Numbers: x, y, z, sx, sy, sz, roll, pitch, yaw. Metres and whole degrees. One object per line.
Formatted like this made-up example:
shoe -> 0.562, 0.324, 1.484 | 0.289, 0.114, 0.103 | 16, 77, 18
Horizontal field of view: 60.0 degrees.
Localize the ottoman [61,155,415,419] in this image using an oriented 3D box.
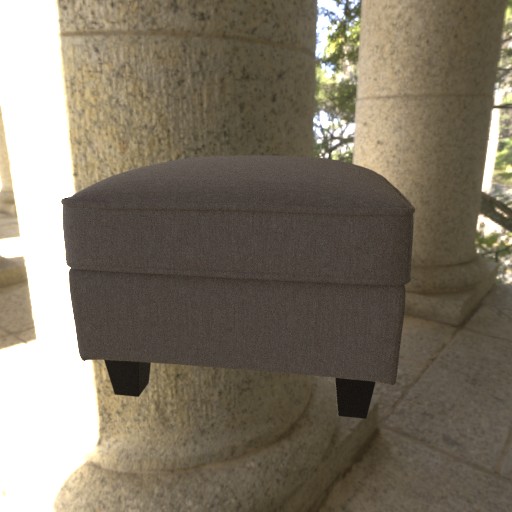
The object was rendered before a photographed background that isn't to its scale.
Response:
ottoman -> 0.000, 0.000, 1.395 | 0.808, 0.612, 0.871 | 2, 16, 9
